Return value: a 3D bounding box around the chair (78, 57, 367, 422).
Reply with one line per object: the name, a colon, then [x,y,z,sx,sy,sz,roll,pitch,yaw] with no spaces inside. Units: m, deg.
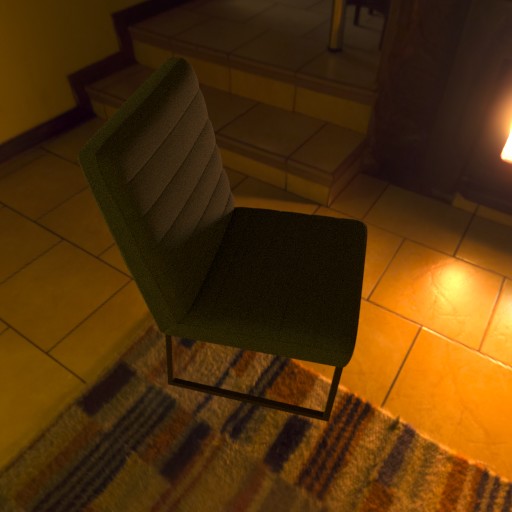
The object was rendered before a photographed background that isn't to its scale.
chair: [0.000,0.000,1.310,0.634,0.930,0.520,10,46,10]
